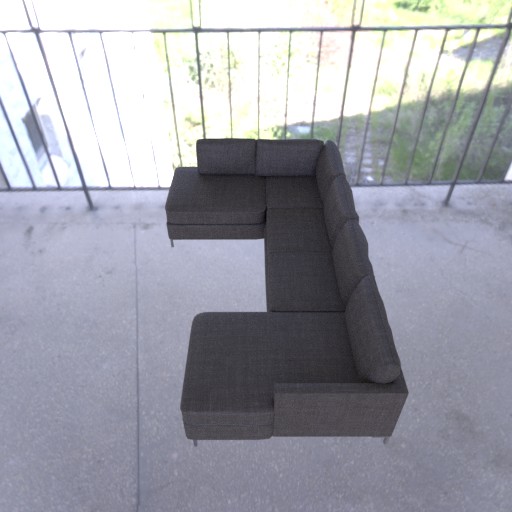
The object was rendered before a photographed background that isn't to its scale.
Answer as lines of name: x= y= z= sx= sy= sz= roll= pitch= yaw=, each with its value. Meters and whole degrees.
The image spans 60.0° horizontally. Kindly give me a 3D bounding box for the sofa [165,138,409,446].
sofa: x=0.000 y=0.000 z=4.382 sx=2.048 sy=0.999 sz=3.423 roll=0 pitch=41 yaw=0
